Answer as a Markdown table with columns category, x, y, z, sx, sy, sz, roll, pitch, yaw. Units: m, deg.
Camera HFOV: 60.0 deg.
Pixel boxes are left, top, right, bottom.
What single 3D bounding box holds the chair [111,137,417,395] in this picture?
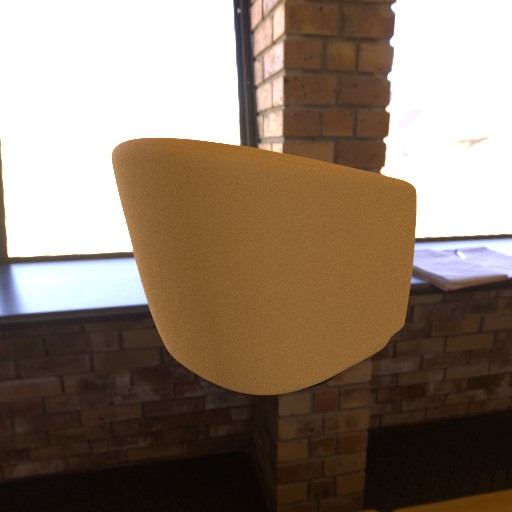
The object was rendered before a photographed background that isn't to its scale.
| category | x | y | z | sx | sy | sz | roll | pitch | yaw |
| --- | --- | --- | --- | --- | --- | --- | --- | --- | --- |
| chair | 0.000 | 0.000 | 1.359 | 0.767 | 0.698 | 0.773 | -13 | 19 | -42 |
